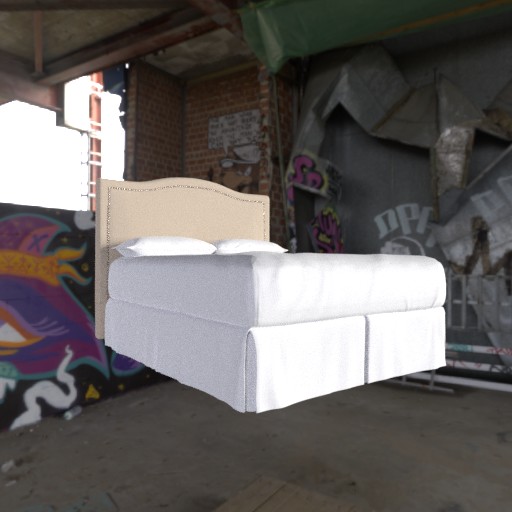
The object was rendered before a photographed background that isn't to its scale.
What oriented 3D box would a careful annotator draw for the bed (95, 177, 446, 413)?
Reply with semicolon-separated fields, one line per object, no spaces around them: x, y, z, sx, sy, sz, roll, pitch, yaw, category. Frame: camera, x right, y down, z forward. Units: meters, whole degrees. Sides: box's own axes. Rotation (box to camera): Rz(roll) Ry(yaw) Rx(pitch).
0.000;0.000;3.307;1.753;1.460;2.143;0;-1;-36;bed
